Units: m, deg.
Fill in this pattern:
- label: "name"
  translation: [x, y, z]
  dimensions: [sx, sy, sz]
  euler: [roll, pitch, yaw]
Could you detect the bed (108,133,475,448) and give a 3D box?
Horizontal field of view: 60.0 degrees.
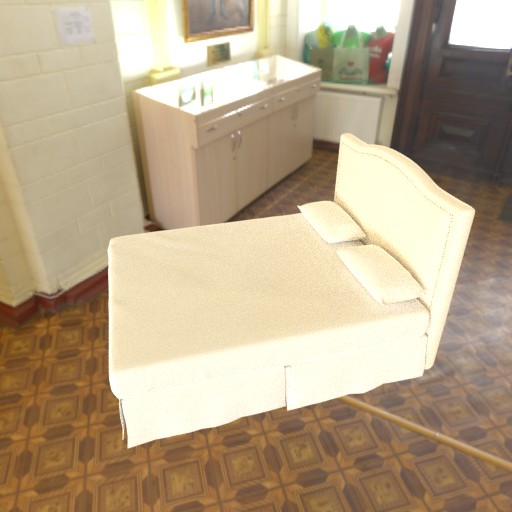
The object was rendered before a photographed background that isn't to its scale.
- label: "bed"
  translation: [0.000, 0.000, 3.420]
  dimensions: [2.282, 1.436, 1.821]
  euler: [-8, 32, -13]
